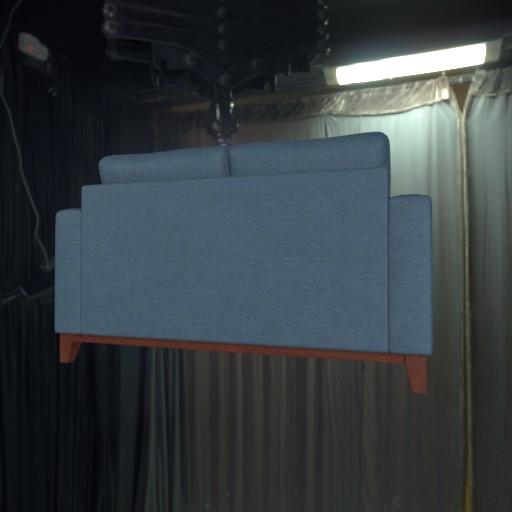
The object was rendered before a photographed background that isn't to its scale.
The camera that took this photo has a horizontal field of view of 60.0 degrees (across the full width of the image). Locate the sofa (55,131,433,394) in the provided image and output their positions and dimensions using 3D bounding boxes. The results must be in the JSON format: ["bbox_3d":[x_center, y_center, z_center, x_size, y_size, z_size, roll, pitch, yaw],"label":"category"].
[{"bbox_3d":[0.000,0.000,2.085,1.489,0.903,0.955,0,-1,18],"label":"sofa"}]
